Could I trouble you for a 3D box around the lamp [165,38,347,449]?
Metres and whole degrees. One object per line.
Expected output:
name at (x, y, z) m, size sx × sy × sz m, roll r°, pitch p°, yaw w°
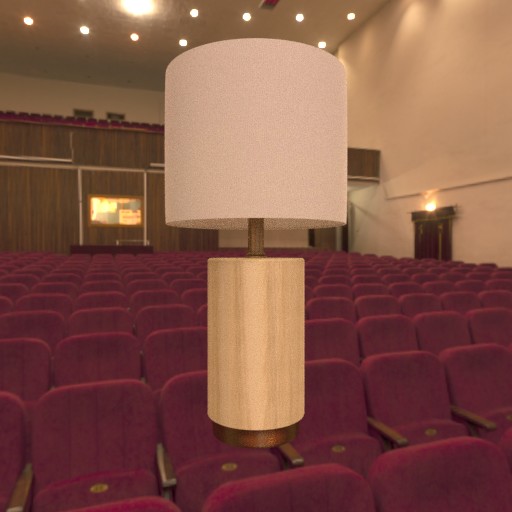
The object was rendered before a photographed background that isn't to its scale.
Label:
lamp at (0.000, 0.000, 0.565) m, size 0.228 × 0.444 × 0.228 m, roll 0°, pitch 0°, yaw -19°
